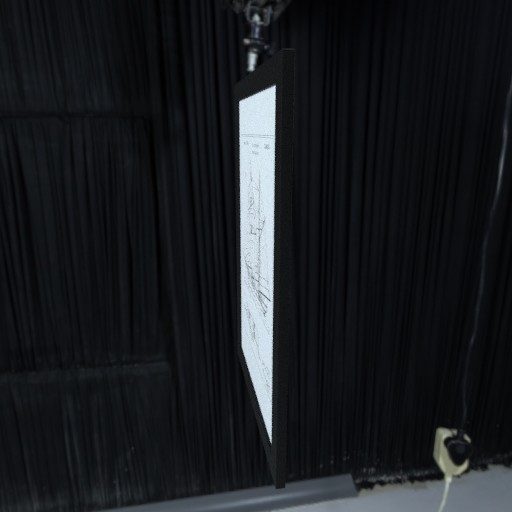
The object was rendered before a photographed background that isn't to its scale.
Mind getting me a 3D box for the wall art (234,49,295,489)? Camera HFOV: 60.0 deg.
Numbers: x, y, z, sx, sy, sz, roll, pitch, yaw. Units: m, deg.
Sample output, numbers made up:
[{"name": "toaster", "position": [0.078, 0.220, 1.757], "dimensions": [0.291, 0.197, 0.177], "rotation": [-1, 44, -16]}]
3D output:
[{"name": "wall art", "position": [0.000, 0.000, 0.595], "dimensions": [0.011, 0.459, 0.326], "rotation": [-3, 16, -9]}]
